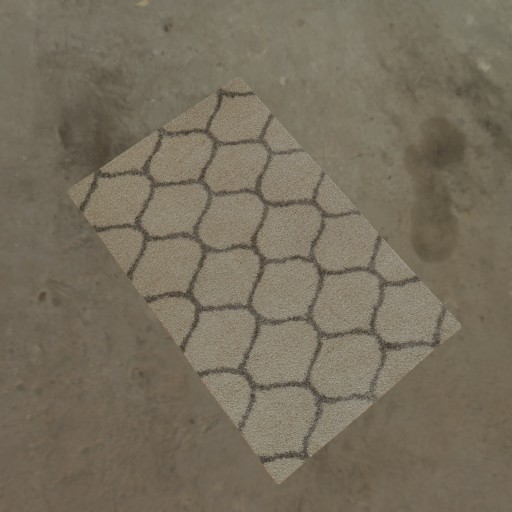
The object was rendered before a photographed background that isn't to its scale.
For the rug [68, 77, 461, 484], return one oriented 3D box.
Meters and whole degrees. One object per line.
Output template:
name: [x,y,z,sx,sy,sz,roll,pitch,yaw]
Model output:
rug: [0.000,0.000,2.946,1.501,0.024,2.348,-37,78,-9]
